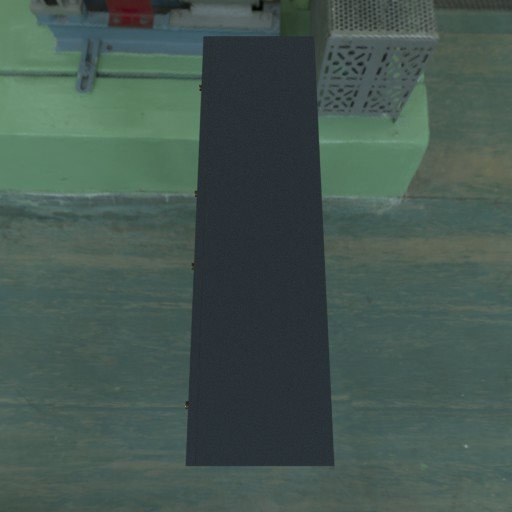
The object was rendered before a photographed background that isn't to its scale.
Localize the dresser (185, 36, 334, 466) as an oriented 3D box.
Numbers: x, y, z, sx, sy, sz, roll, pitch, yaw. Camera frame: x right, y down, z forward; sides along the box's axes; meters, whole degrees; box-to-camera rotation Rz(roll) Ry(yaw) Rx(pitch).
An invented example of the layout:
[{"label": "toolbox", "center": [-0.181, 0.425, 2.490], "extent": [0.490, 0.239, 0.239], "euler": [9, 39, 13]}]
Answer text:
[{"label": "dresser", "center": [0.000, 0.000, 1.950], "extent": [0.463, 0.872, 1.558], "euler": [0, 73, 0]}]
